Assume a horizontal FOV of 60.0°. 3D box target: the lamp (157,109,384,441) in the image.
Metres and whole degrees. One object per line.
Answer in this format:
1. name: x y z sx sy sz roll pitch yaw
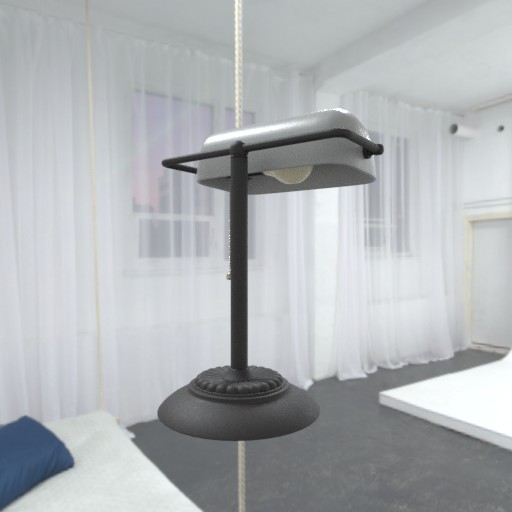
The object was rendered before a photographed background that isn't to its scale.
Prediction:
1. lamp: 0.000 0.000 0.521 0.264 0.339 0.243 0 0 36
